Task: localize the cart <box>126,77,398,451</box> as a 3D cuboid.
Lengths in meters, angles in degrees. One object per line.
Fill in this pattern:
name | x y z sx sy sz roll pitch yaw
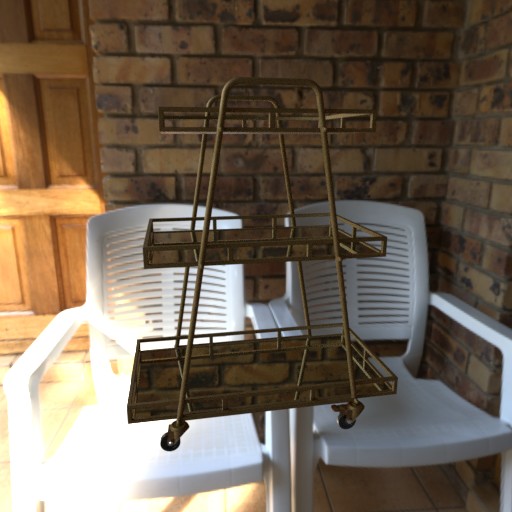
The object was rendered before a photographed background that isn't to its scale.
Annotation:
cart | 0.000 0.000 1.239 0.711 0.883 0.441 -3 15 -10
